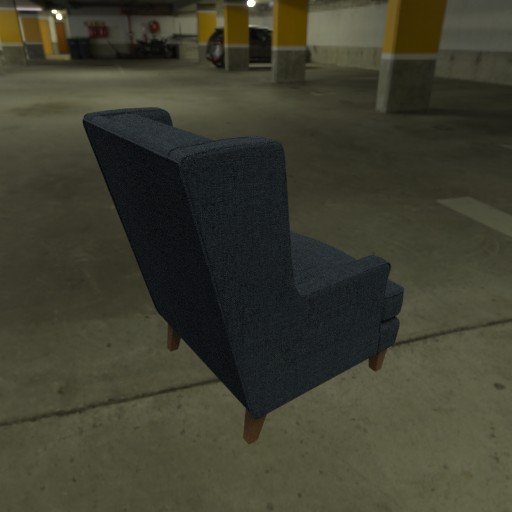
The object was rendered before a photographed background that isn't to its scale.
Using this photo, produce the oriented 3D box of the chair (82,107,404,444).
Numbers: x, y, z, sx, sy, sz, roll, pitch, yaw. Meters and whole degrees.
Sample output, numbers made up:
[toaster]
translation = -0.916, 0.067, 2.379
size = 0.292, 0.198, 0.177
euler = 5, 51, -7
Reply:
[chair]
translation = 0.000, 0.000, 1.727
size = 0.947, 1.072, 0.764
euler = -17, 31, -31
